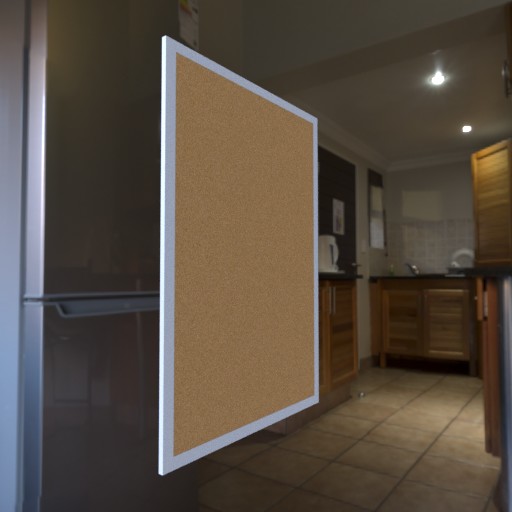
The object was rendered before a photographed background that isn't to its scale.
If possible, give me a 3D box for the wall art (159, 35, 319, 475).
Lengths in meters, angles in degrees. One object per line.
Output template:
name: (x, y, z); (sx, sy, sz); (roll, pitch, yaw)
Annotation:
wall art: (0.000, 0.000, 1.211); (0.013, 0.940, 0.659); (-2, -3, 37)
